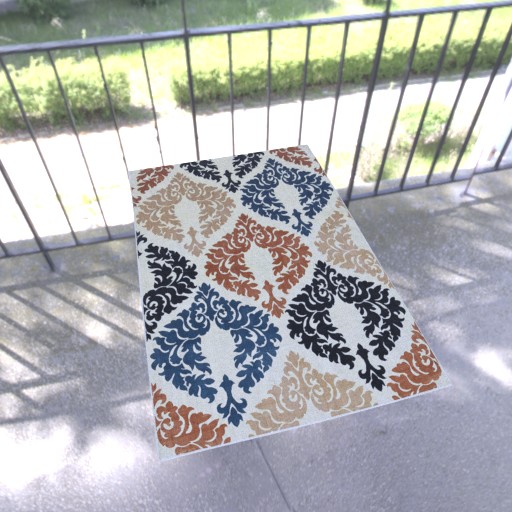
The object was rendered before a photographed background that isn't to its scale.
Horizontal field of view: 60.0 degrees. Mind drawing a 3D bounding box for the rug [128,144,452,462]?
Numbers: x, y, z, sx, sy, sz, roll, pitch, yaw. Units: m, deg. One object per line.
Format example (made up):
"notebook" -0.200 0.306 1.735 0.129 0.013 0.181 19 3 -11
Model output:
"rug" 0.000 0.000 2.894 1.514 0.014 2.275 -11 48 -10
